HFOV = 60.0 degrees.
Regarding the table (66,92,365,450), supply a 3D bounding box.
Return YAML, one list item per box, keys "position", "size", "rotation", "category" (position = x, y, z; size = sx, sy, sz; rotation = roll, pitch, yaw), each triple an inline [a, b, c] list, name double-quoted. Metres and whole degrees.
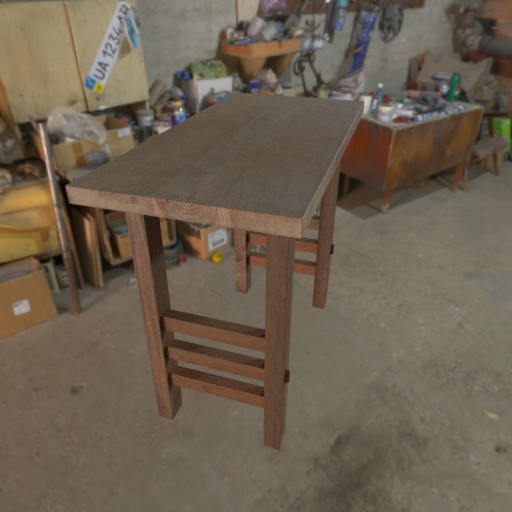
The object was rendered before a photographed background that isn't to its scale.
- position: [0.000, 0.000, 1.632]
  size: [0.556, 0.914, 1.119]
  rotation: [9, 32, 15]
  category: "table"
